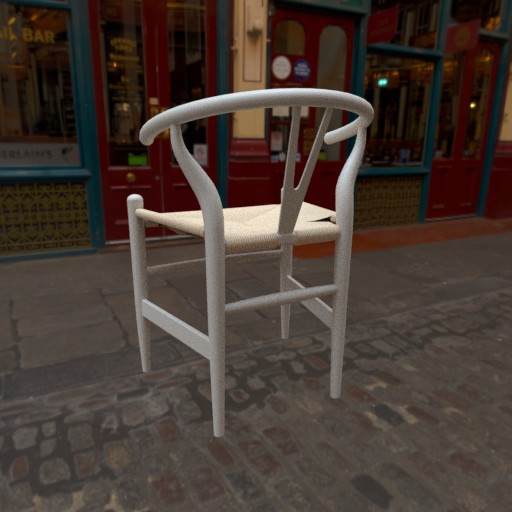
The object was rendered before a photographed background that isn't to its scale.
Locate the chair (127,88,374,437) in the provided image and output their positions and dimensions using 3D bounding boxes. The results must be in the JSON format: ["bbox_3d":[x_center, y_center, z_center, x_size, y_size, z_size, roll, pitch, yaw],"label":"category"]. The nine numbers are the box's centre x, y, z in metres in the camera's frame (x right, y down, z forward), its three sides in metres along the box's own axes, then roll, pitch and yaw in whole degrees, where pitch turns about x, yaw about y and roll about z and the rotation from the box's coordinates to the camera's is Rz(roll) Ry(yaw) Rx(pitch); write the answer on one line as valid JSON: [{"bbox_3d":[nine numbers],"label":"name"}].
[{"bbox_3d":[0.000,0.000,1.100,0.533,0.736,0.500,-8,16,-27],"label":"chair"}]
